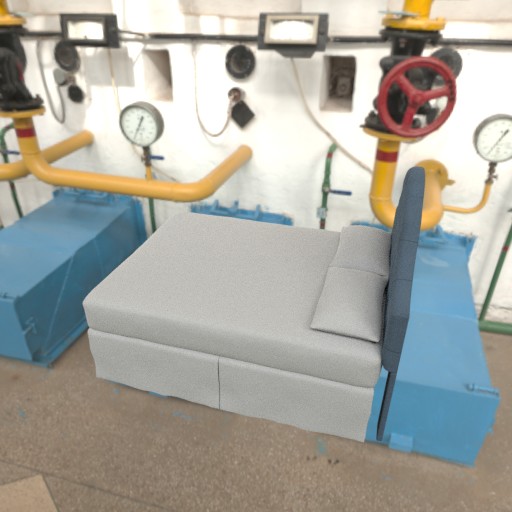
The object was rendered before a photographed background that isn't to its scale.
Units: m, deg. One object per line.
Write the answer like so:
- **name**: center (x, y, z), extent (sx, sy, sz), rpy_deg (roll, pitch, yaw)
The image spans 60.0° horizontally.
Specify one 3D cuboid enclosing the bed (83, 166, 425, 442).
- **bed**: center (0.000, 0.000, 3.365), extent (2.155, 1.575, 1.636), rpy_deg (9, 32, 14)
